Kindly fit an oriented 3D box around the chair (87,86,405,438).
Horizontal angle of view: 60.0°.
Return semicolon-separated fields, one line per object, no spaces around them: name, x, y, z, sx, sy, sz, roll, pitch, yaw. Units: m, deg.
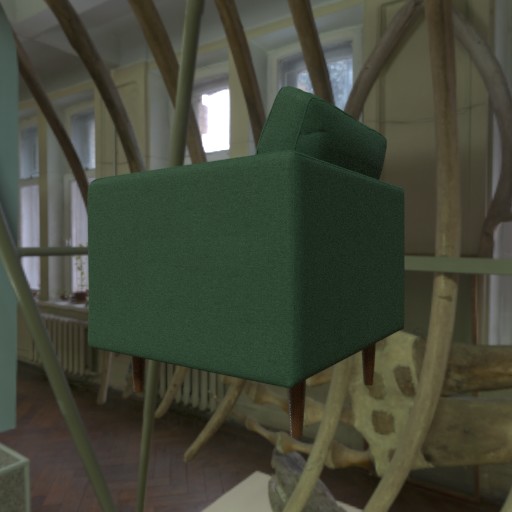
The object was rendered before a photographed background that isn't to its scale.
chair;0.000;0.000;1.548;0.800;0.927;0.855;1;2;35
